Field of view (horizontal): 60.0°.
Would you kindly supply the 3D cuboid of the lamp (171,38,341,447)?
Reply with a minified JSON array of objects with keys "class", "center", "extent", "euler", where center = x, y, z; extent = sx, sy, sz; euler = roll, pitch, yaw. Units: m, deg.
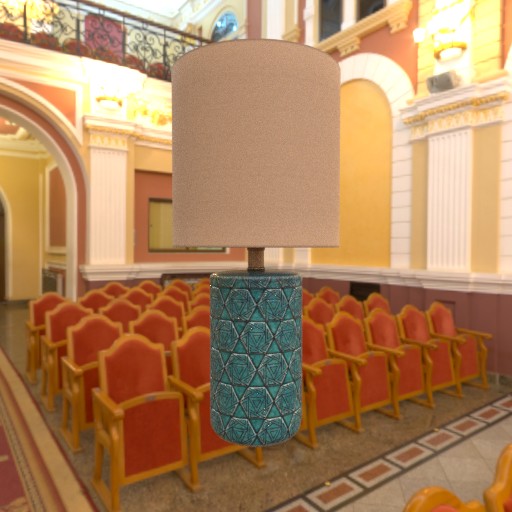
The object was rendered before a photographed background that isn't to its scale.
[{"class":"lamp","center":[0.000,0.000,0.747],"extent":[0.278,0.597,0.278],"euler":[-1,2,-35]}]
